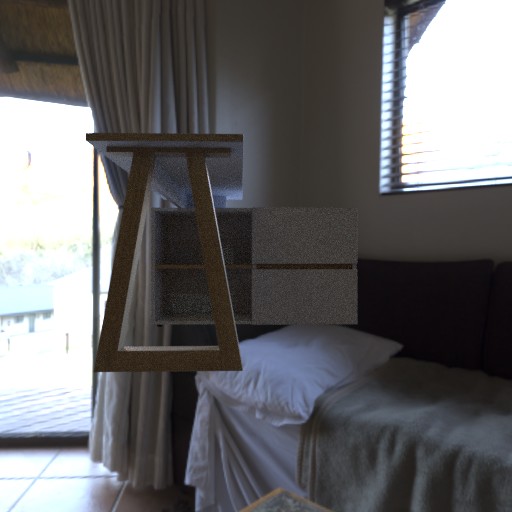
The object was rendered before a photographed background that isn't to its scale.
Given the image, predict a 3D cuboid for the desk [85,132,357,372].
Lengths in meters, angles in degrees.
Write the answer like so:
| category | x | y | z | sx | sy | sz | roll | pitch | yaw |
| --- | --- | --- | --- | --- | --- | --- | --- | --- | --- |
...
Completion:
| category | x | y | z | sx | sy | sz | roll | pitch | yaw |
| --- | --- | --- | --- | --- | --- | --- | --- | --- | --- |
| desk | 0.000 | 0.000 | 2.078 | 1.098 | 0.755 | 1.404 | 0 | 0 | -2 |
